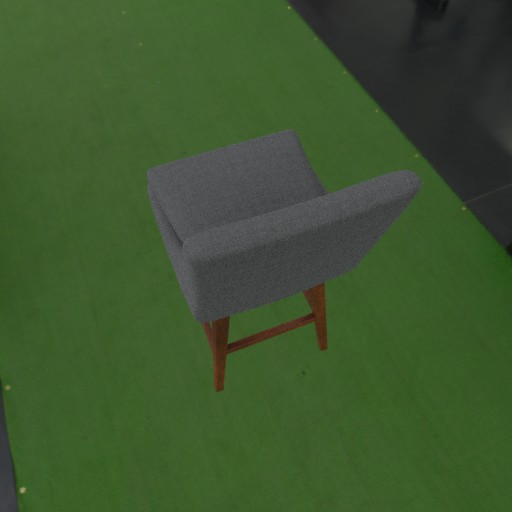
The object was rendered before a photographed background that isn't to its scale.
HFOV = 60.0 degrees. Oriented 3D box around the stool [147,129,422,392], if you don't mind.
[{"bbox_3d":[0.000,0.000,1.210,0.447,0.977,0.524,-19,60,-11],"label":"stool"}]
